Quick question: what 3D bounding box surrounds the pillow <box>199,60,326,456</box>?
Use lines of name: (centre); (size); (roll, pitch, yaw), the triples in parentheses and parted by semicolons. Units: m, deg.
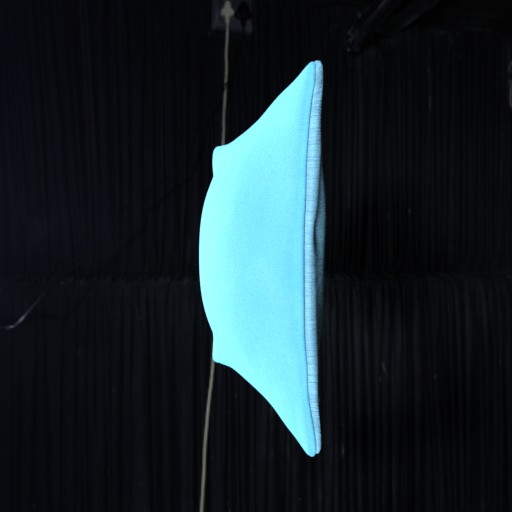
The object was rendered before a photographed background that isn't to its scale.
pillow: (0.000, 0.000, 0.663); (0.151, 0.415, 0.433); (0, 1, -19)
